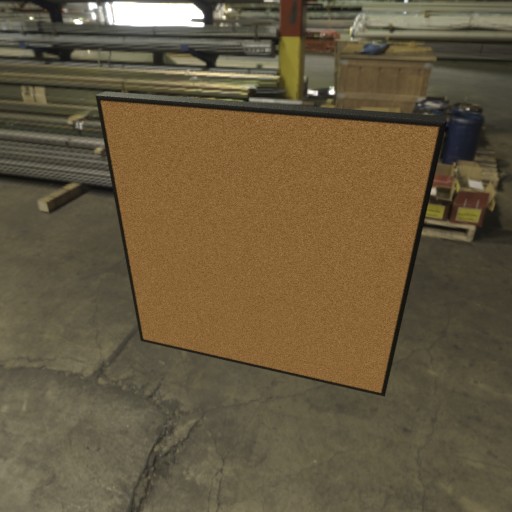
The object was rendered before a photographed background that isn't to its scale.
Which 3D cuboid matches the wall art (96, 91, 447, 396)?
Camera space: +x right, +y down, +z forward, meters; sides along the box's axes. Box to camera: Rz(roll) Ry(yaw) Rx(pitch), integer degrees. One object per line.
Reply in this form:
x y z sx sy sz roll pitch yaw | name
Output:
0.000 0.000 1.155 0.769 0.766 0.042 9 33 14 | wall art
